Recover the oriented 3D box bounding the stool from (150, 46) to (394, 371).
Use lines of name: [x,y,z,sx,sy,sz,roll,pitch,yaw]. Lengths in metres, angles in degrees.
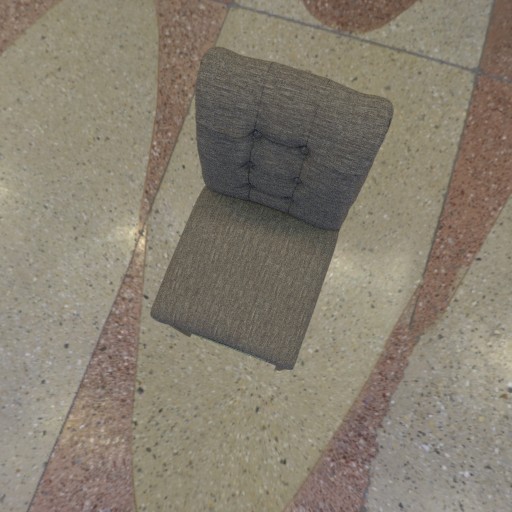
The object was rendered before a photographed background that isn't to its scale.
stool: [0.000,0.000,1.435,0.452,1.131,0.613,20,75,5]
